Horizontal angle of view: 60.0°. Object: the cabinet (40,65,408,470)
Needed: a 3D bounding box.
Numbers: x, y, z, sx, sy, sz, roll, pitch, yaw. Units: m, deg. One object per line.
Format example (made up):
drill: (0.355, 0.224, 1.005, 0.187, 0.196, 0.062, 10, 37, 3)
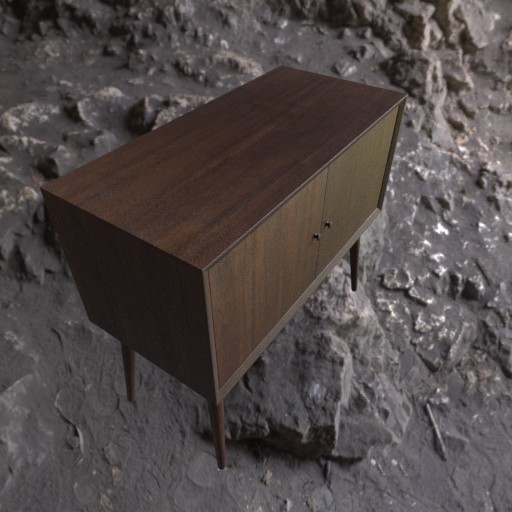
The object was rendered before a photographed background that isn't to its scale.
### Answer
cabinet: (0.000, 0.000, 1.101, 0.354, 0.654, 0.743, 25, 47, 26)
